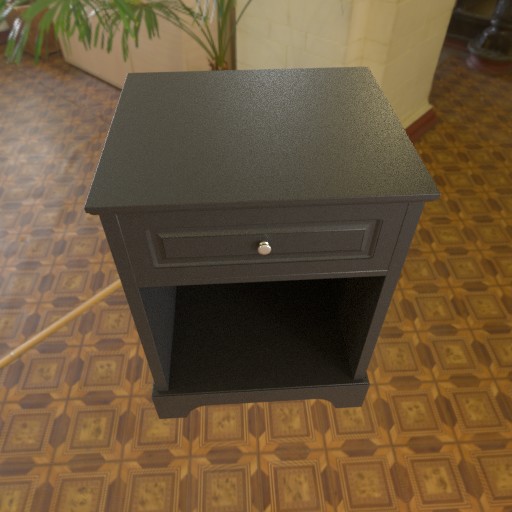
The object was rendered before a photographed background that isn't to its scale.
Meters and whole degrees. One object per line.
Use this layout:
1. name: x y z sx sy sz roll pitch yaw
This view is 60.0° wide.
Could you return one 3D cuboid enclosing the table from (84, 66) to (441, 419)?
1. table: 0.000 0.000 0.924 0.460 0.610 0.399 -3 46 -3
